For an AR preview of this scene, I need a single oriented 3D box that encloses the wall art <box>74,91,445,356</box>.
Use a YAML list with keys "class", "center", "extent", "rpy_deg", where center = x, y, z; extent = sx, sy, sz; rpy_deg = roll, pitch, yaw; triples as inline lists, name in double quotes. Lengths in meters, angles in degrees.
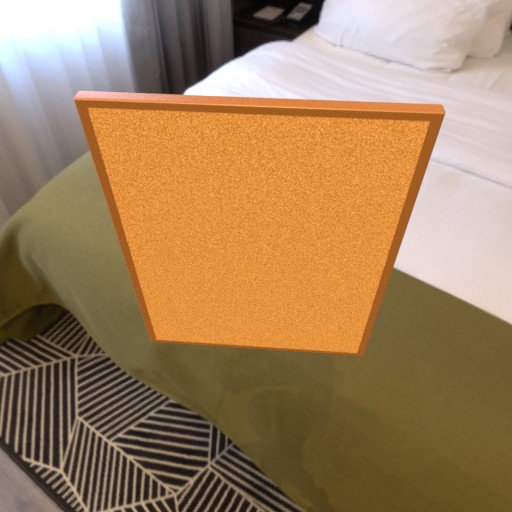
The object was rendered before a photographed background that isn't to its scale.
- class: "wall art"
  center: [0.000, 0.000, 0.509]
  extent: [0.310, 0.379, 0.015]
  rpy_deg: [3, 47, 3]
